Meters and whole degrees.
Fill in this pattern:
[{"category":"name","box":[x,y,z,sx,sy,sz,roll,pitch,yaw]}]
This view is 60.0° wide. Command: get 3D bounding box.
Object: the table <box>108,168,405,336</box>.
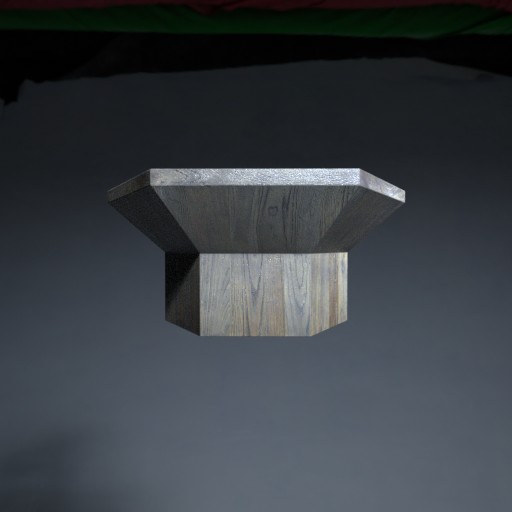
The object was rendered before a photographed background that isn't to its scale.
[{"category":"table","box":[0.000,0.000,1.668,1.115,0.488,0.966,0,1,0]}]
